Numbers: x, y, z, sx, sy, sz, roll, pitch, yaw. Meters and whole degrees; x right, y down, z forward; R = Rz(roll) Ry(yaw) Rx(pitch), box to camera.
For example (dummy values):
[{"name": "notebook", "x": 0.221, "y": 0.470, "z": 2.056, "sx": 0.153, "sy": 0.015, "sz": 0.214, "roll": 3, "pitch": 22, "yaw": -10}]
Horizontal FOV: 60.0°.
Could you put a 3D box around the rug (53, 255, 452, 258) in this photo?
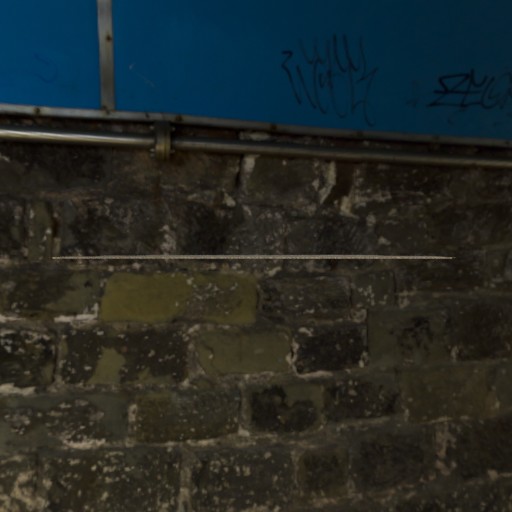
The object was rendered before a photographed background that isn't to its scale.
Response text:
[{"name": "rug", "x": 0.000, "y": 0.000, "z": 3.984, "sx": 2.371, "sy": 0.012, "sz": 3.000, "roll": 0, "pitch": 0, "yaw": 1}]
